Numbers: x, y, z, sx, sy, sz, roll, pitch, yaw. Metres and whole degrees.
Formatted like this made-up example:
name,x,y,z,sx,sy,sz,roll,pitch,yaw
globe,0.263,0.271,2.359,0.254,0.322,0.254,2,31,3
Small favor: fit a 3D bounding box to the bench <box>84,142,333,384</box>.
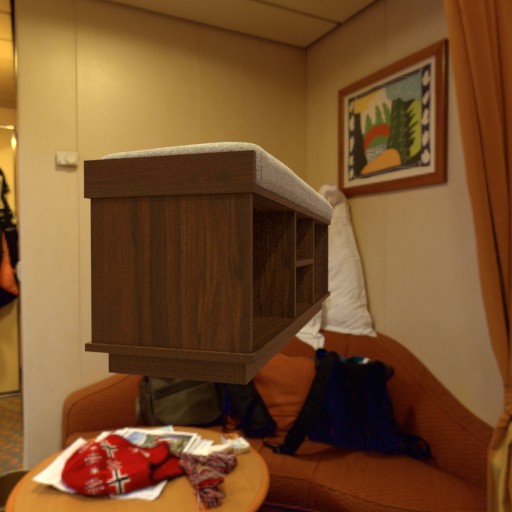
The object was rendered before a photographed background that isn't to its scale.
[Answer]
name,x,y,z,sx,sy,sz,roll,pitch,yaw
bench,0.000,0.000,1.404,0.367,0.468,1.196,0,1,16
